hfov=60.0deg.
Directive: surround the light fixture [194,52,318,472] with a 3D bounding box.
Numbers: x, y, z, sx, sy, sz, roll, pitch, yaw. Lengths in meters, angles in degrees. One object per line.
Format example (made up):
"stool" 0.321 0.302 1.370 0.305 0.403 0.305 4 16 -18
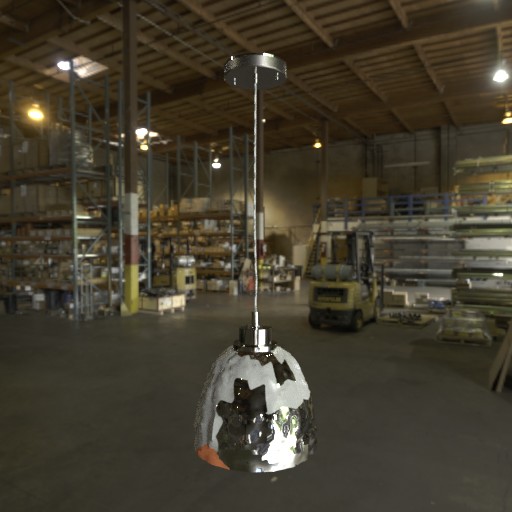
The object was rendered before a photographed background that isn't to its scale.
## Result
"light fixture" 0.000 0.000 1.784 0.496 1.511 0.500 0 1 18
